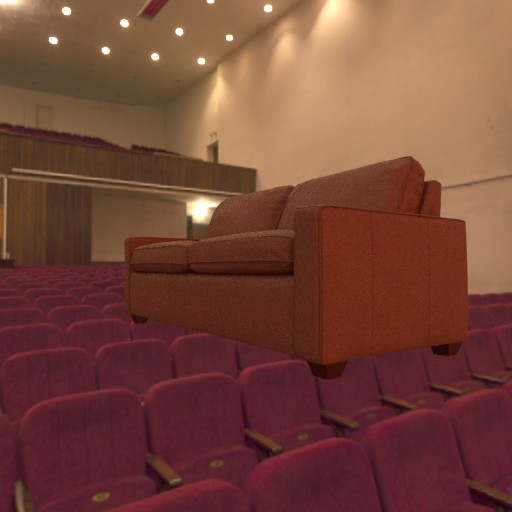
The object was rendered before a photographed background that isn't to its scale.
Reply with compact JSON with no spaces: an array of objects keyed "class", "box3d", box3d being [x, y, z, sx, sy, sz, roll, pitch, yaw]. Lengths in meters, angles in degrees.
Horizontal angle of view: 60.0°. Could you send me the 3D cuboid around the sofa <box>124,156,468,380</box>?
[{"class":"sofa","box3d":[0.000,0.000,2.568,0.940,0.919,2.080,1,-2,-34]}]
